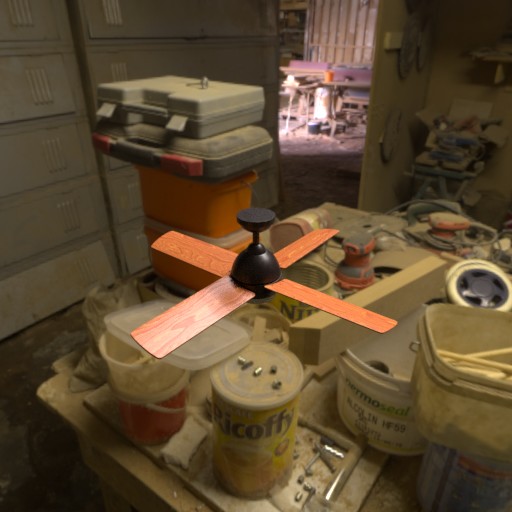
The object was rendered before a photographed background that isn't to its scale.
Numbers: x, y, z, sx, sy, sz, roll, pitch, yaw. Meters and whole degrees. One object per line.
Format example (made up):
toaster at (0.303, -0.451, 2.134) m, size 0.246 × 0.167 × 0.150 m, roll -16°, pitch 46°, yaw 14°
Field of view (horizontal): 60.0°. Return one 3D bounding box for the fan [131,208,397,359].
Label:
fan at (0.000, 0.000, 2.015) m, size 1.332 × 0.403 × 1.332 m, roll 20°, pitch 33°, yaw 33°
